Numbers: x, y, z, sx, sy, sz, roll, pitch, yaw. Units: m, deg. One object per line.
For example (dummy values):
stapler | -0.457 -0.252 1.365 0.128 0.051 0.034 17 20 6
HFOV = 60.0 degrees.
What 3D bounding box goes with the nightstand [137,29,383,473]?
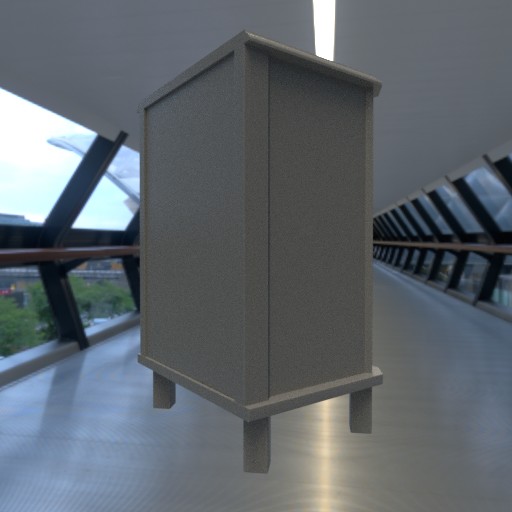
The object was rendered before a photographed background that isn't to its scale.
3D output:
nightstand | 0.000 0.000 0.930 0.348 0.680 0.435 -1 1 -36
